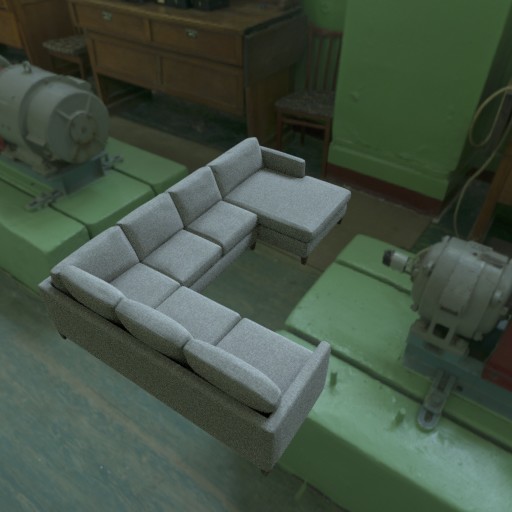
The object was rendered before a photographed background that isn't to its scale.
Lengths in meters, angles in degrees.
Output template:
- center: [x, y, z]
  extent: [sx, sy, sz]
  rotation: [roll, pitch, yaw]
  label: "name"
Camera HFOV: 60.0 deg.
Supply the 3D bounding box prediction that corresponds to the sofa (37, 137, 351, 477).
- center: [0.000, 0.000, 4.741]
  extent: [2.593, 0.959, 3.460]
  rotation: [24, 46, 25]
  label: "sofa"
